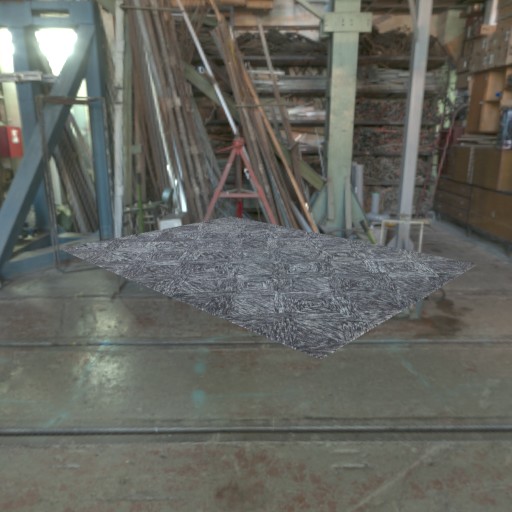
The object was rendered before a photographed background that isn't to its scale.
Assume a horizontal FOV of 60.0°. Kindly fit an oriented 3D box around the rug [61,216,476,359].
[{"bbox_3d":[0.000,0.000,5.322,4.093,0.020,2.997,15,22,42],"label":"rug"}]
